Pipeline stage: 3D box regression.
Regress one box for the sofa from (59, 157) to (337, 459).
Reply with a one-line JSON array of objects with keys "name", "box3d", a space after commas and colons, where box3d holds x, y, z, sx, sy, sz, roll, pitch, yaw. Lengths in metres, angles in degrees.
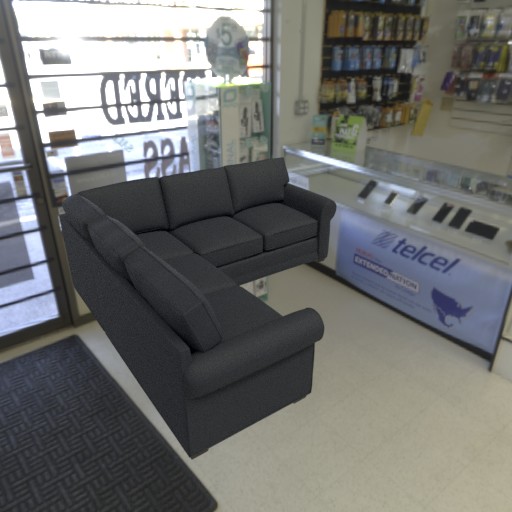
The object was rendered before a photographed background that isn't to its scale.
[{"name": "sofa", "box3d": [0.000, 0.000, 3.826, 2.562, 1.042, 2.487, -17, 31, -31]}]
